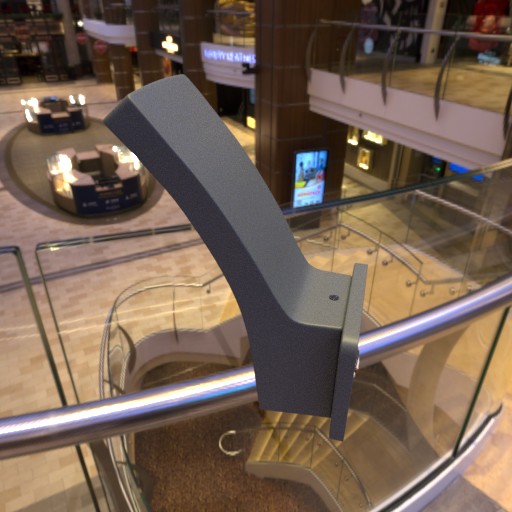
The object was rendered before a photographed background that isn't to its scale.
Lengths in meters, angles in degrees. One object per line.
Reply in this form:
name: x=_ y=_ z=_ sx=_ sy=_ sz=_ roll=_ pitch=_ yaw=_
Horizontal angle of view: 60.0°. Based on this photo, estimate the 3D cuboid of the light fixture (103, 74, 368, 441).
light fixture: x=0.000 y=0.000 z=0.333 sx=0.174 sy=0.243 sz=0.108 roll=8 pitch=32 yaw=14
